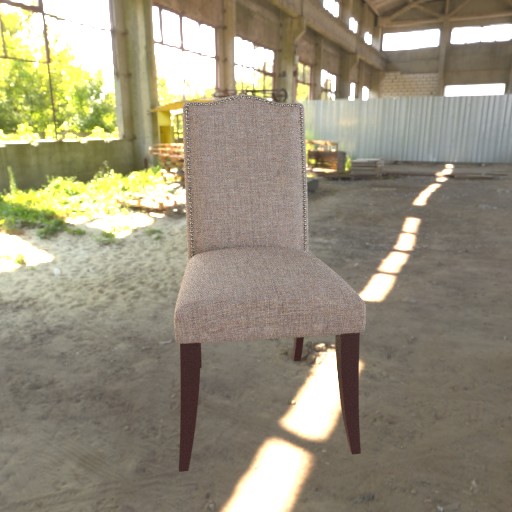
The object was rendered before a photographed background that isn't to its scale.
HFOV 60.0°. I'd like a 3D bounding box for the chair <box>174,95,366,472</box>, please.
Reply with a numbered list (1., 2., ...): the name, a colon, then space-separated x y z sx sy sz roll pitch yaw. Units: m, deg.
1. chair: 0.000 0.000 1.411 0.513 1.016 0.660 -2 16 -8
